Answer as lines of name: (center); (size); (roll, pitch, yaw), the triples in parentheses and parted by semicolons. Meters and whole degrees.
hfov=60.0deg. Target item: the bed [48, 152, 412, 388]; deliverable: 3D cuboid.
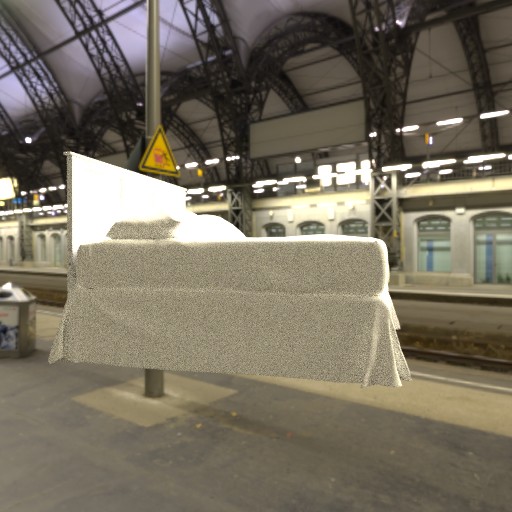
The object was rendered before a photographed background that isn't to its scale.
bed: (0.000, 0.000, 3.215); (2.047, 1.269, 1.876); (0, 0, 16)
